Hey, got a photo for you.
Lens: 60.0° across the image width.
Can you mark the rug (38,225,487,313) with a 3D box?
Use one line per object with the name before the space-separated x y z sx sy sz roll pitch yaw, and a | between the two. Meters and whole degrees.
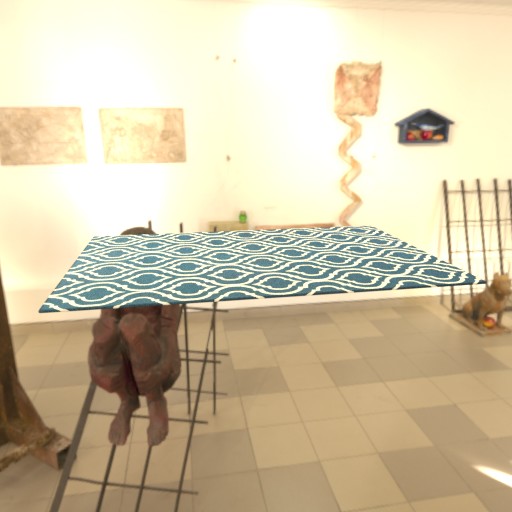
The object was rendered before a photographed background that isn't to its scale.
rug | 0.000 0.000 2.236 1.753 0.010 1.143 -3 16 -10
